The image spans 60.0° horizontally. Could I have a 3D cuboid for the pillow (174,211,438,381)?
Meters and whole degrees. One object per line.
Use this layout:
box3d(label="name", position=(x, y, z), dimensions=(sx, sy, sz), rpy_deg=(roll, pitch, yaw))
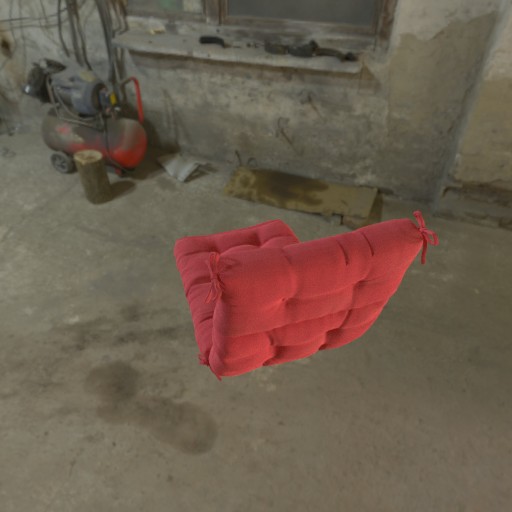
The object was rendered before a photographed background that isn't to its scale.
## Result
box3d(label="pillow", position=(0.000, 0.000, 1.513), dimensions=(0.526, 0.863, 1.016), rpy_deg=(-12, 43, -13))
